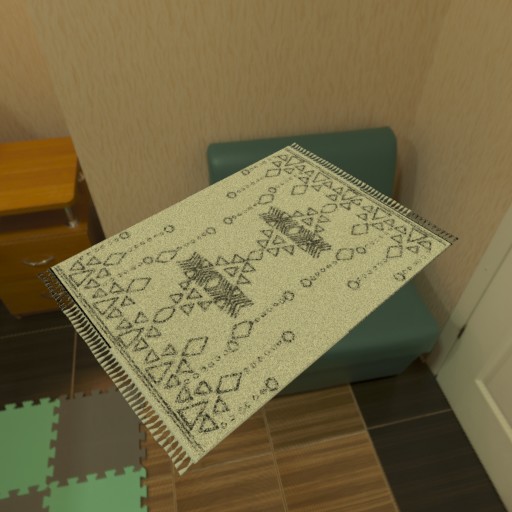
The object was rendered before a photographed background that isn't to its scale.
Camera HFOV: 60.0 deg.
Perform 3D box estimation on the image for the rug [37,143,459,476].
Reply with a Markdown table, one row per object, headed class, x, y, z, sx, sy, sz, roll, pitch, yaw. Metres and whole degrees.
| class | x | y | z | sx | sy | sz | roll | pitch | yaw |
| --- | --- | --- | --- | --- | --- | --- | --- | --- | --- |
| rug | 0.000 | 0.000 | 2.929 | 2.312 | 0.013 | 1.600 | -33 | 54 | -27 |
